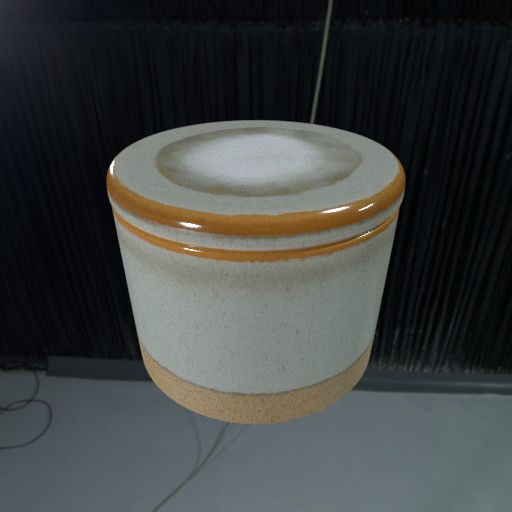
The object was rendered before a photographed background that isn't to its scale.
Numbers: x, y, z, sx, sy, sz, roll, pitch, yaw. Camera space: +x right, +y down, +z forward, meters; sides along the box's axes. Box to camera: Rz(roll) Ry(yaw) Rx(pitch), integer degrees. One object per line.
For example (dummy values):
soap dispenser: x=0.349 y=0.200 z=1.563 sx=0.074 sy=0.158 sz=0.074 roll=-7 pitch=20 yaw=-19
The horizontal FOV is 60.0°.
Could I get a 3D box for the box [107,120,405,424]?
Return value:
box: x=0.000 y=0.000 z=0.212 sx=0.123 sy=0.100 sz=0.123 roll=0 pitch=31 yaw=0
